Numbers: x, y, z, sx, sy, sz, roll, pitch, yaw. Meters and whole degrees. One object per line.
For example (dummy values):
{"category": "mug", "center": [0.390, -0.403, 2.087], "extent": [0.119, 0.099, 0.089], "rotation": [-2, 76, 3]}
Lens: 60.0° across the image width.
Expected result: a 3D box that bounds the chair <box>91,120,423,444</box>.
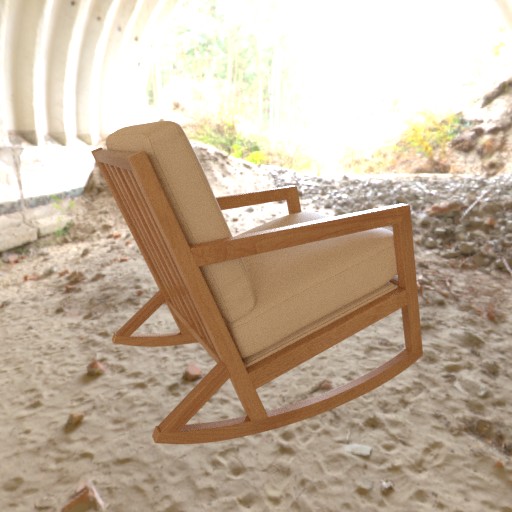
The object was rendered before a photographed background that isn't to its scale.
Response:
{"category": "chair", "center": [0.000, 0.000, 1.396], "extent": [0.857, 0.790, 0.622], "rotation": [-7, 16, -26]}
